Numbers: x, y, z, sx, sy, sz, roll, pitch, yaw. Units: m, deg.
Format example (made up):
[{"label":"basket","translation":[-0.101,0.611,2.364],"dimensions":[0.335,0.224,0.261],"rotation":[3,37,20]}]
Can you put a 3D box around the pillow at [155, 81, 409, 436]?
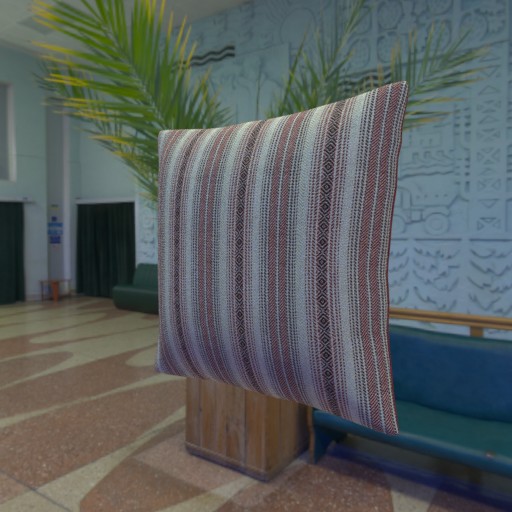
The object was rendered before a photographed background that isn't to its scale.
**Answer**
[{"label":"pillow","translation":[0.000,0.000,0.769],"dimensions":[0.513,0.497,0.166],"rotation":[2,3,36]}]
